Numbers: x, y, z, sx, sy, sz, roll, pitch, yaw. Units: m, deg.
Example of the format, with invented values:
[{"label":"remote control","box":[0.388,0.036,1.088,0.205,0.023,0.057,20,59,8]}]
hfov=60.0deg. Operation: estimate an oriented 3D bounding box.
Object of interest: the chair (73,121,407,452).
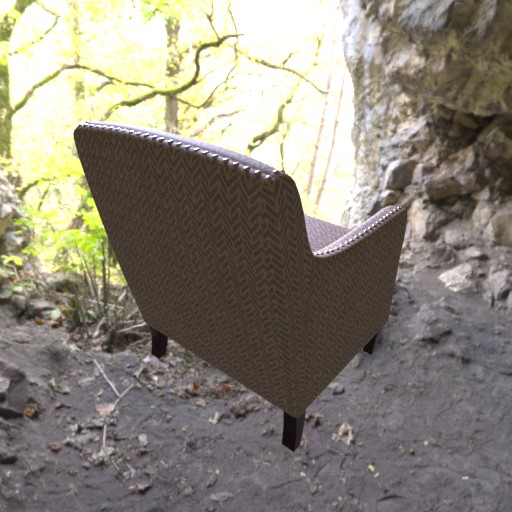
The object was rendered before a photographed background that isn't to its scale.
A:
[{"label":"chair","box":[0.000,0.000,1.291,0.623,0.816,0.651,22,36,34]}]
